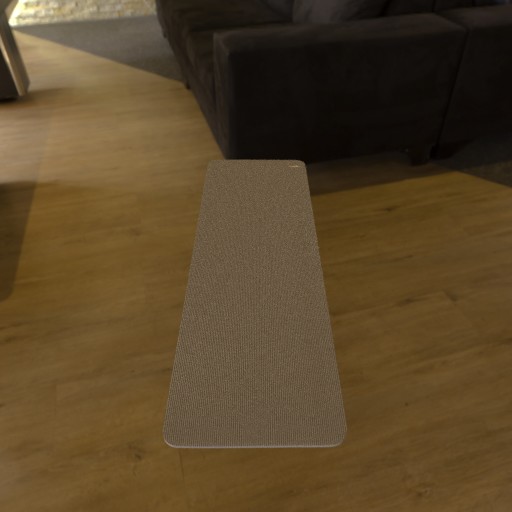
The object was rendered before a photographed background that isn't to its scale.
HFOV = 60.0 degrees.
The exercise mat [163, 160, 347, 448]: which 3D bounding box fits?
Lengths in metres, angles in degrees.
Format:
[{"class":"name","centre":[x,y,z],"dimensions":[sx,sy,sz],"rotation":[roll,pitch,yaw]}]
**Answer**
[{"class":"exercise mat","centre":[0.000,0.000,2.145],"dimensions":[0.616,0.021,1.884],"rotation":[0,41,0]}]
